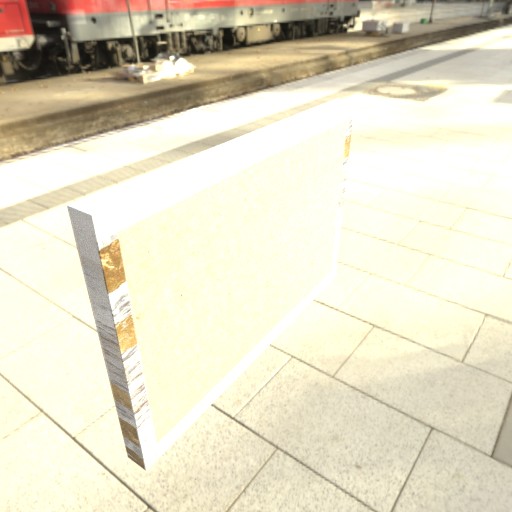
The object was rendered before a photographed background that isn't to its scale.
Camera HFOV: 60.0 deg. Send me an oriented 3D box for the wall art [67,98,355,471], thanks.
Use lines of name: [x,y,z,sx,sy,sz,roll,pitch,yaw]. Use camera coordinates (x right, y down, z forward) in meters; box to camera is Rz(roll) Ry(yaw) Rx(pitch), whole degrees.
wall art: [0.000,0.000,0.751,0.041,0.407,0.606,20,37,29]
